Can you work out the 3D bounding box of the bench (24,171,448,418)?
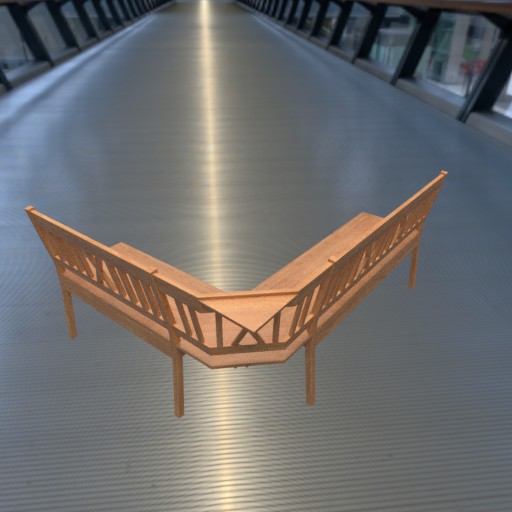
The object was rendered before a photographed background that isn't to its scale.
[{"bbox_3d":[0.000,0.000,2.768,1.537,0.902,1.937,22,37,33],"label":"bench"}]
